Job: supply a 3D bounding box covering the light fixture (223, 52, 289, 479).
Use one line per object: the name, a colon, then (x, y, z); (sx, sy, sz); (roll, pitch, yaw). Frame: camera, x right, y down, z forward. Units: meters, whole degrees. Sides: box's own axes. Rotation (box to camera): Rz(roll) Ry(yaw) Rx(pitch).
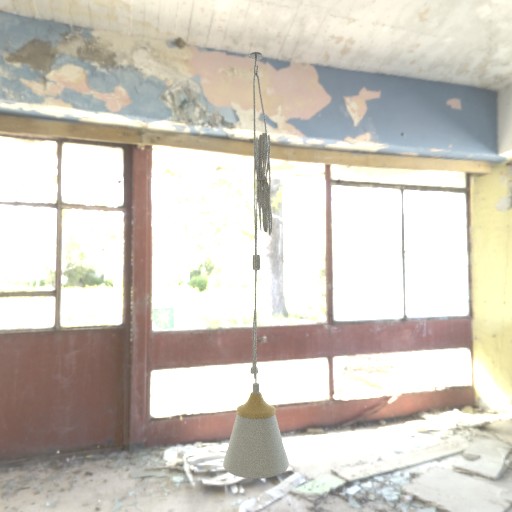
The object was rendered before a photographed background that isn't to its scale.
light fixture: (0.000, 0.000, 1.048); (0.153, 0.966, 0.153); (-1, -2, 18)
